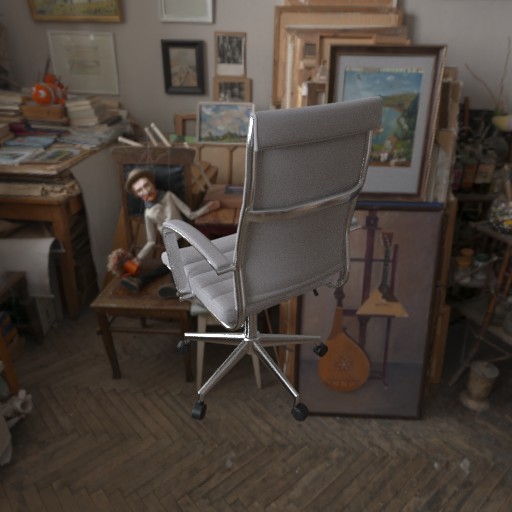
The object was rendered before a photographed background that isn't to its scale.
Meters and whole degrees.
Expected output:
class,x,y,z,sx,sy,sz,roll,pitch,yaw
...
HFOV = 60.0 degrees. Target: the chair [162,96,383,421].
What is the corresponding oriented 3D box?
class,x,y,z,sx,sy,sz,roll,pitch,yaw
chair,0.000,0.000,1.622,0.679,1.149,0.667,-18,33,-30
